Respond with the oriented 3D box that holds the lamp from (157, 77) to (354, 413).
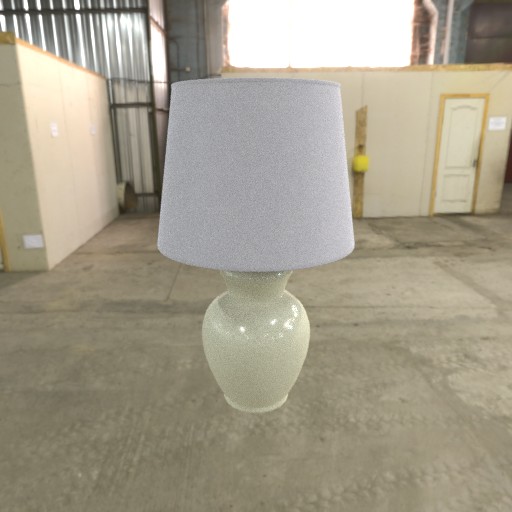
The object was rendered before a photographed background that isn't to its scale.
[{"bbox_3d":[0.000,0.000,0.556,0.239,0.399,0.239,0,17,0],"label":"lamp"}]
